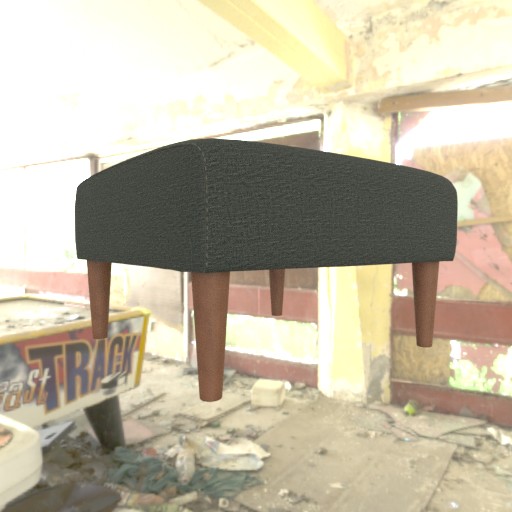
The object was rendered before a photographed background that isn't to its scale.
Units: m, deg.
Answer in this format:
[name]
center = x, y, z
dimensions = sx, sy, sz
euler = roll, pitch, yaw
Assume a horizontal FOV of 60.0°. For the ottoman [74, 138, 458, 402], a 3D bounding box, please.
[ottoman]
center = 0.000, 0.000, 1.022
dimensions = 0.650, 0.398, 0.649
euler = -1, 2, -37
